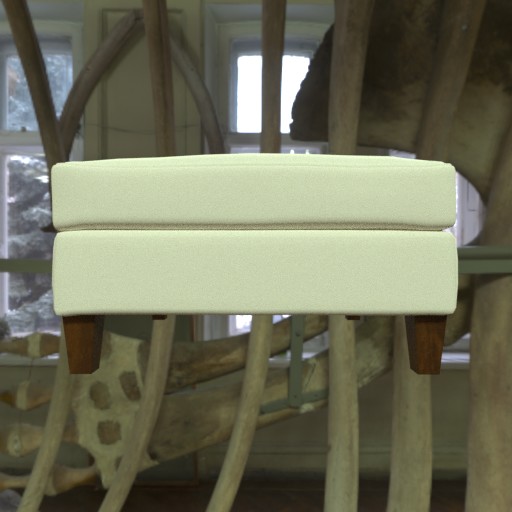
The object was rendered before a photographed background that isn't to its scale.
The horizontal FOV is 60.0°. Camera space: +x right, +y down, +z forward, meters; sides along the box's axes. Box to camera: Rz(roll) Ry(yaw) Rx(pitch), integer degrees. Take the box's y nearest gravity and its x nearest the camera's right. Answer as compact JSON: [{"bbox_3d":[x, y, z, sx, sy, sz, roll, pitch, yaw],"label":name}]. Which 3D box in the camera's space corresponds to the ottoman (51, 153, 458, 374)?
[{"bbox_3d":[0.000,0.000,1.290,0.838,0.479,0.838,0,1,0],"label":"ottoman"}]
